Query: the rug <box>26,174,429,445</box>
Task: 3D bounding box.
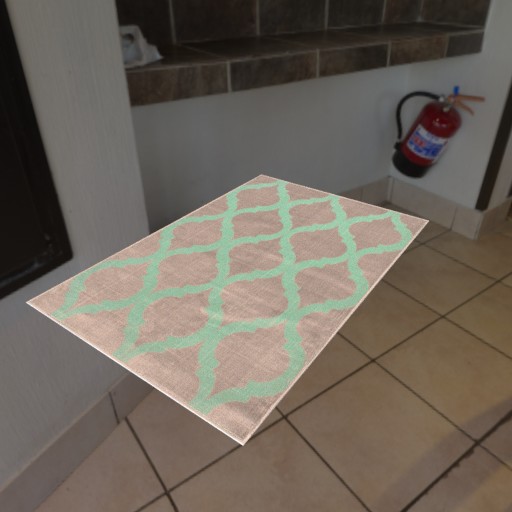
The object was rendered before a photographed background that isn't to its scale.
[{"bbox_3d":[0.000,0.000,2.888,1.524,0.006,2.286,21,38,29],"label":"rug"}]
